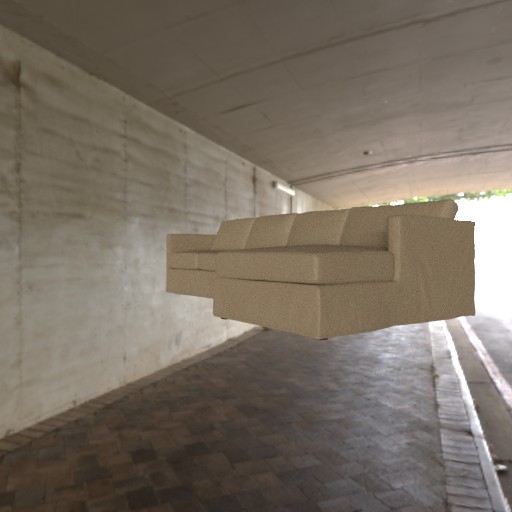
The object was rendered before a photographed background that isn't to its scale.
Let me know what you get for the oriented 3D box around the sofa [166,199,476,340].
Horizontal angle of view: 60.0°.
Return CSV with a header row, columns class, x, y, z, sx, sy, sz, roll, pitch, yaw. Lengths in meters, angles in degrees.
class,x,y,z,sx,sy,sz,roll,pitch,yaw
sofa,0.000,0.000,3.962,1.622,0.871,3.206,0,0,-37
